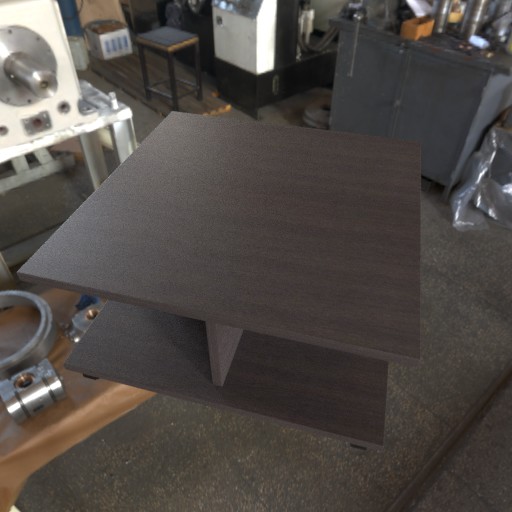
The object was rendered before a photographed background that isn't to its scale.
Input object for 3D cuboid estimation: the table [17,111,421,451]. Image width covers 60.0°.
[{"bbox_3d":[0.000,0.000,1.195,0.762,0.396,0.762,10,43,11],"label":"table"}]
